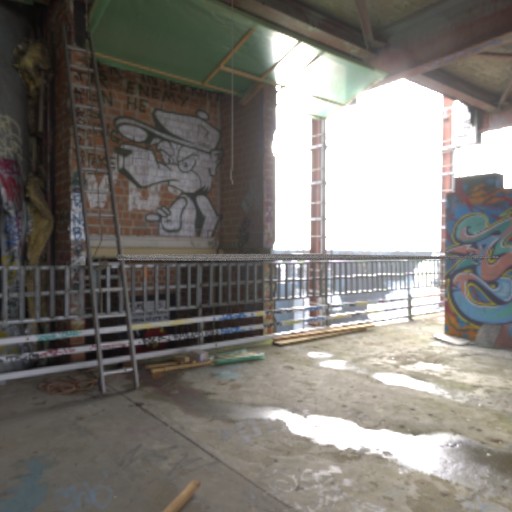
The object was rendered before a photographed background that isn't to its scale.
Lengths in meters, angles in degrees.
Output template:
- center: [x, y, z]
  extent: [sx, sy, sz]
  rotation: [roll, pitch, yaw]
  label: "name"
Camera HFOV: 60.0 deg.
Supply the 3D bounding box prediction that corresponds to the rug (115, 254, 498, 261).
- center: [0.000, 0.000, 4.051]
  extent: [2.451, 0.026, 3.069]
  rotation: [0, 1, -18]
  label: "rug"
